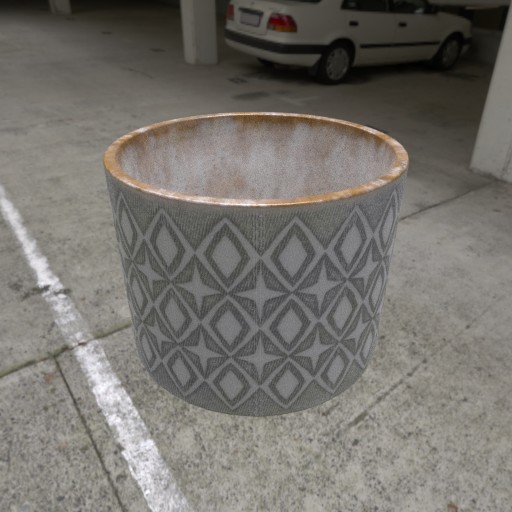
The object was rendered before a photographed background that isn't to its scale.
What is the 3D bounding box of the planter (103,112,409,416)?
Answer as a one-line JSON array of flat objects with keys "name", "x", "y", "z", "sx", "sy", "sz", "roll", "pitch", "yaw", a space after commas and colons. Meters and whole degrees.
[{"name": "planter", "x": 0.000, "y": 0.000, "z": 0.440, "sx": 0.255, "sy": 0.223, "sz": 0.255, "roll": 0, "pitch": 30, "yaw": 0}]
